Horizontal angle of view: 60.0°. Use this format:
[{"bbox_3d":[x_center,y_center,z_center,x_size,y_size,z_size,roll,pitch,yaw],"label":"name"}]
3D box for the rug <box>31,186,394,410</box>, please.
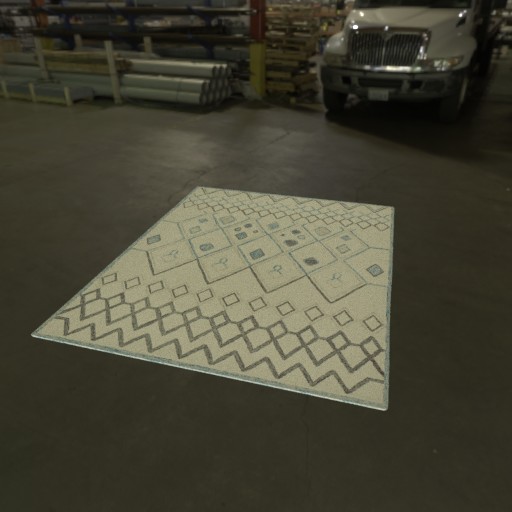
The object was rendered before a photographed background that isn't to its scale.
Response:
[{"bbox_3d":[0.000,0.000,4.113,2.441,0.013,3.056,8,30,14],"label":"rug"}]
